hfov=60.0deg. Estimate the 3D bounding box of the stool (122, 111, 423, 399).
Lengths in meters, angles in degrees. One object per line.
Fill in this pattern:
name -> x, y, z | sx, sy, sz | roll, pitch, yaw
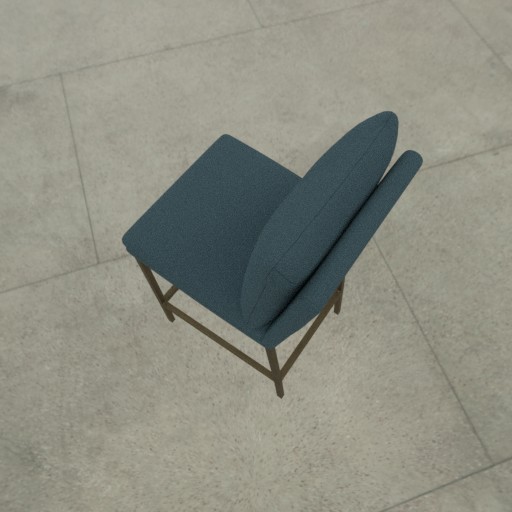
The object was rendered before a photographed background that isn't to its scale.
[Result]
stool -> 0.000, 0.000, 1.310 | 0.568, 1.032, 0.463 | 33, 68, 15
